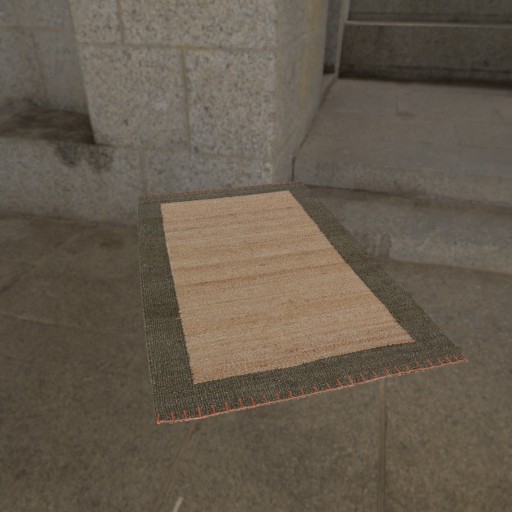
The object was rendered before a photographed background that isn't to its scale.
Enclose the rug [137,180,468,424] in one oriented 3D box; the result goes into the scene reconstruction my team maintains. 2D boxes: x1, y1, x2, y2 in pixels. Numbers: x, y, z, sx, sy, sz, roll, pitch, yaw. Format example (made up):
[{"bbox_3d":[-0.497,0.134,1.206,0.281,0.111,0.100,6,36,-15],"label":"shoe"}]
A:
[{"bbox_3d":[0.000,0.000,2.977,1.521,0.006,2.435,-8,32,-12],"label":"rug"}]
